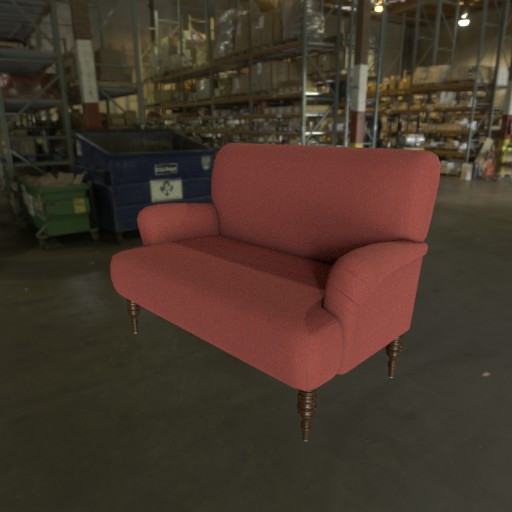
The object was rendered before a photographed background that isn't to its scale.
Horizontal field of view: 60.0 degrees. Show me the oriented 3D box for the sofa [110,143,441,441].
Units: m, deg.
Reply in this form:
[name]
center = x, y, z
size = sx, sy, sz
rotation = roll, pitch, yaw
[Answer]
[sofa]
center = 0.000, 0.000, 1.882
size = 0.779, 0.889, 1.297
rotation = -15, 22, -42
